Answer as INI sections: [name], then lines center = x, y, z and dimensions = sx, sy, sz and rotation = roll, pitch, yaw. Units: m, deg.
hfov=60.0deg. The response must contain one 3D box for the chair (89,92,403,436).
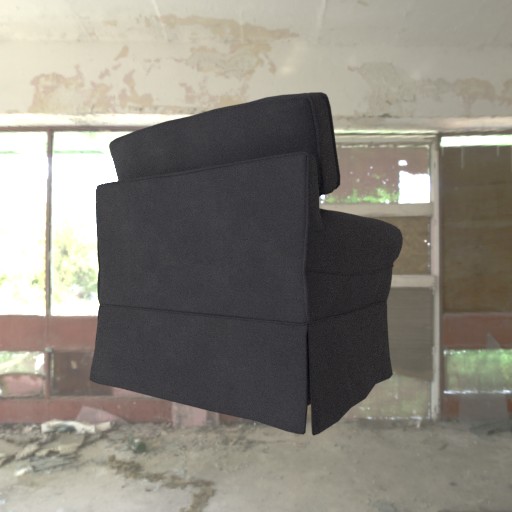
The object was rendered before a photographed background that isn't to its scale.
[chair]
center = 0.000, 0.000, 2.021
dimensions = 1.119, 1.140, 1.002
rotation = 0, -1, 35
